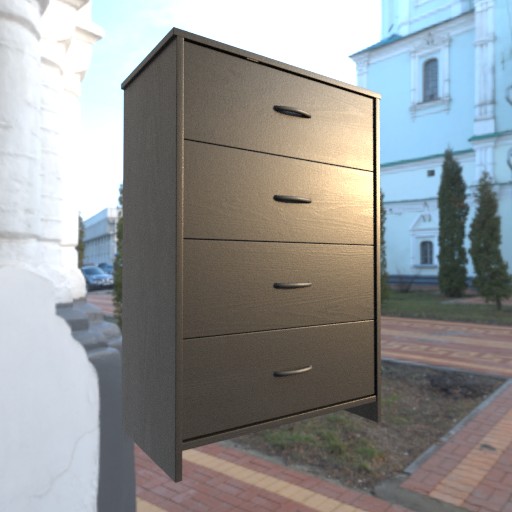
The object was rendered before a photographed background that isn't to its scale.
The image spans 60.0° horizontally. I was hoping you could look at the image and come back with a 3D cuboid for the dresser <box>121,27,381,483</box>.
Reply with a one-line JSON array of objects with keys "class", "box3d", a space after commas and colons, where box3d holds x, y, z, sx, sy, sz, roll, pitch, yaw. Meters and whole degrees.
[{"class": "dresser", "box3d": [0.000, 0.000, 1.336, 0.700, 1.020, 0.398, 1, -1, -34]}]
